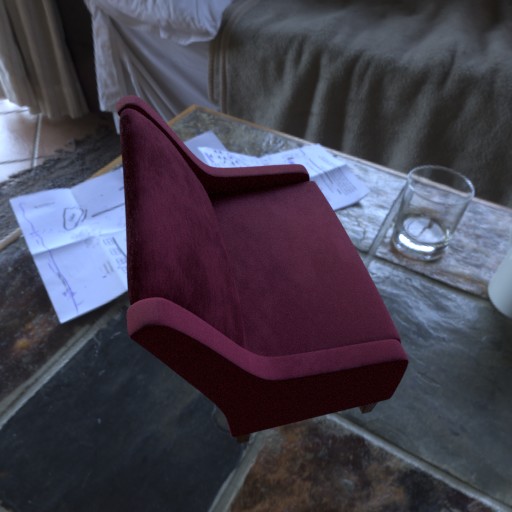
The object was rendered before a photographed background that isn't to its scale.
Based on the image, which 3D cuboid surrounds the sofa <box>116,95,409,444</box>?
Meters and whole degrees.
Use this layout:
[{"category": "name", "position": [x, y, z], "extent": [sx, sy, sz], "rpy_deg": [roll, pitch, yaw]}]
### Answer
[{"category": "sofa", "position": [0.000, 0.000, 1.908], "extent": [0.946, 0.976, 1.242], "rpy_deg": [-10, 47, -9]}]
